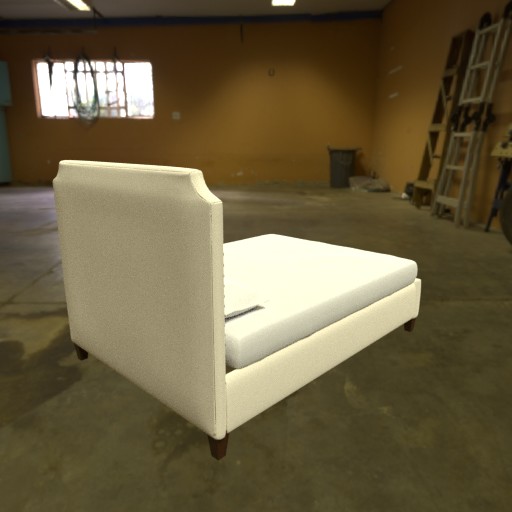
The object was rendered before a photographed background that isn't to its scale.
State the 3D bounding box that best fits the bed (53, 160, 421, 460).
[{"bbox_3d":[0.000,0.000,3.462,1.712,1.497,2.372,14,20,42],"label":"bed"}]
